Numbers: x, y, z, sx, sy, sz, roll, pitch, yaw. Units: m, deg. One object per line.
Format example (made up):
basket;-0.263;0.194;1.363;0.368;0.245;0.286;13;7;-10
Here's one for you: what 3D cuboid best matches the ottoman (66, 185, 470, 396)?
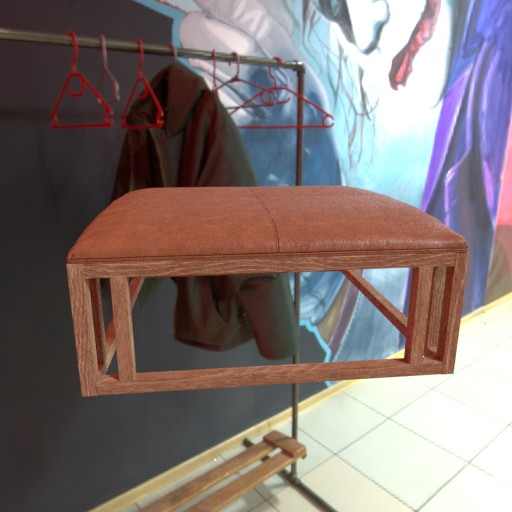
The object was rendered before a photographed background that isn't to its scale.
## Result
ottoman;0.000;0.000;1.615;1.016;0.442;1.013;-2;16;-6
